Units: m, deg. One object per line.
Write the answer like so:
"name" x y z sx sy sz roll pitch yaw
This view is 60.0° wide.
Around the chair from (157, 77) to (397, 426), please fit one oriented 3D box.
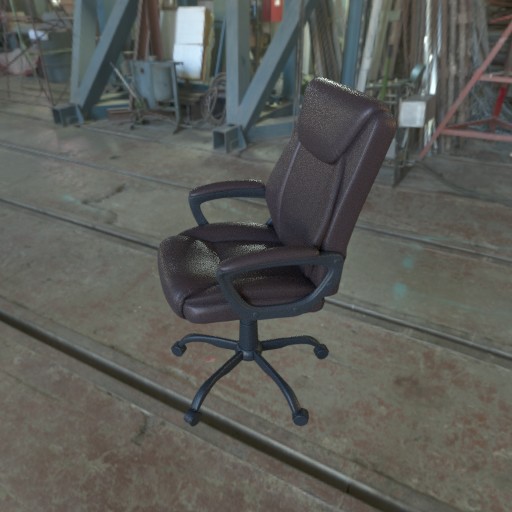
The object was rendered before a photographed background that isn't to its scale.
"chair" 0.000 0.000 1.508 0.655 1.072 0.615 -8 32 -14
